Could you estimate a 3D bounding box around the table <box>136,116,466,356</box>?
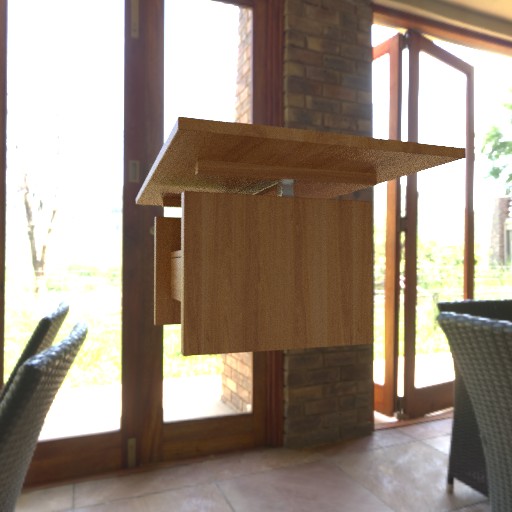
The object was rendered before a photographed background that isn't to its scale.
[{"bbox_3d":[0.000,0.000,1.478,0.700,0.510,1.100,0,-1,-19],"label":"table"}]
